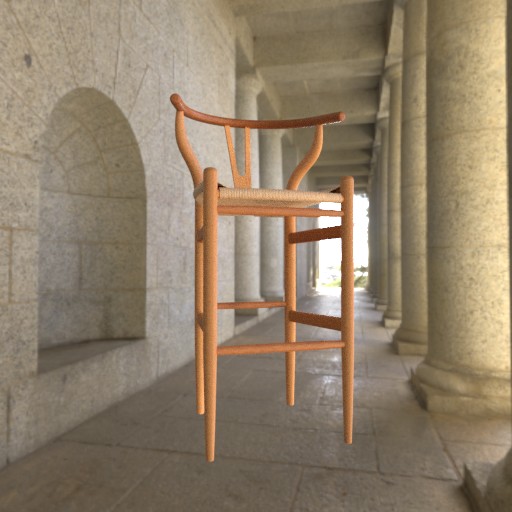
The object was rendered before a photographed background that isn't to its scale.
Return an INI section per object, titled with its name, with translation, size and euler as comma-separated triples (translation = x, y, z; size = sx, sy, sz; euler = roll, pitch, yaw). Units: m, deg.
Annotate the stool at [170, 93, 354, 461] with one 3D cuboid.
[stool]
translation = 0.000, 0.000, 1.453
size = 0.574, 1.068, 0.561
euler = 0, -1, -16
